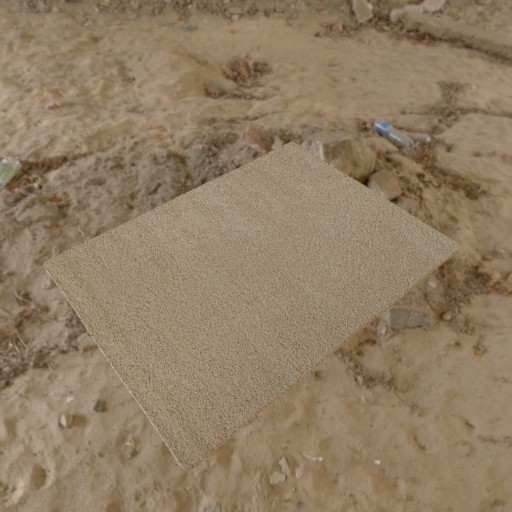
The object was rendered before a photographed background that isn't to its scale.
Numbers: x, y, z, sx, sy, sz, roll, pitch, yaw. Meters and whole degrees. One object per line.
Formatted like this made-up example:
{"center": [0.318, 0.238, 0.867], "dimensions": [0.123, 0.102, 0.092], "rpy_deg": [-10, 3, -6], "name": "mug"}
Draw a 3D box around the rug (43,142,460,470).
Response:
{"center": [0.000, 0.000, 2.105], "dimensions": [1.600, 0.025, 1.199], "rpy_deg": [-31, 54, -26], "name": "rug"}
